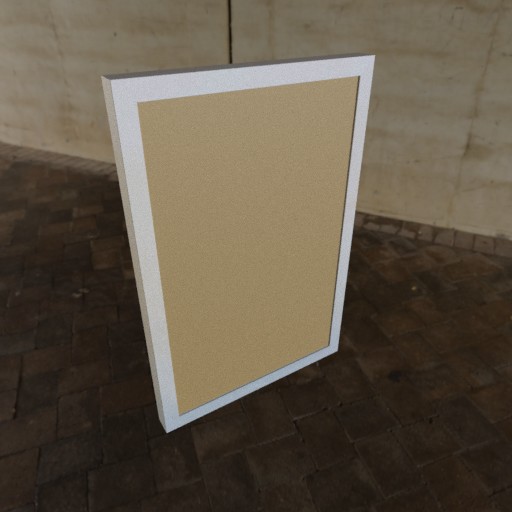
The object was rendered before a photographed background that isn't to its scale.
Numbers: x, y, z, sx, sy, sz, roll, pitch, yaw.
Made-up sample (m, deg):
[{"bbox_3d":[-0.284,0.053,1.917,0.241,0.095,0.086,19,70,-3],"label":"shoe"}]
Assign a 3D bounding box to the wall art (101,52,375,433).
[{"bbox_3d":[0.000,0.000,0.760,0.408,0.611,0.038,-18,35,-27],"label":"wall art"}]
